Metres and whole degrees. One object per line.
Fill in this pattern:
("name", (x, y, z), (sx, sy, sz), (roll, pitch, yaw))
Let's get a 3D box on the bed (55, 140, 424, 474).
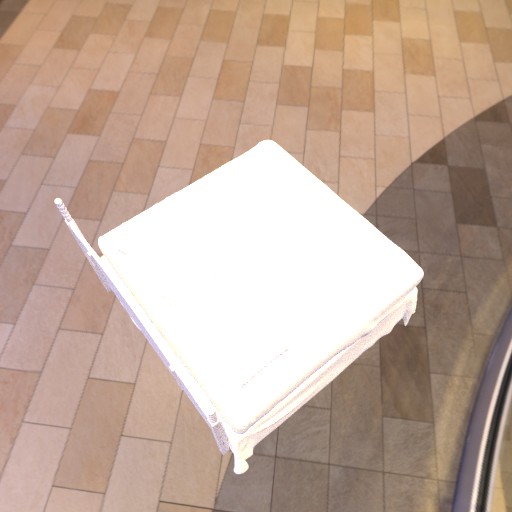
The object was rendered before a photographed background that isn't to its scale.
("bed", (0.000, 0.000, 3.697), (2.219, 1.355, 2.322), (-34, 64, -19))
